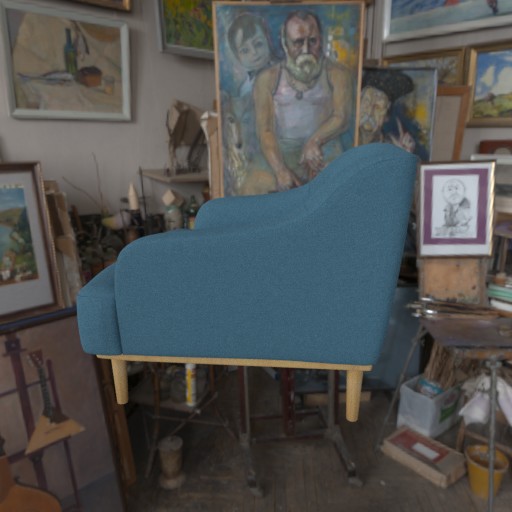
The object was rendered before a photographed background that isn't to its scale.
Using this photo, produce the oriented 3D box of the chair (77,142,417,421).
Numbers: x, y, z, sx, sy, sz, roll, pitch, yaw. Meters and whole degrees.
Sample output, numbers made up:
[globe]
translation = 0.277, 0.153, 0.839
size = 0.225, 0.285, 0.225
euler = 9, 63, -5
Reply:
[chair]
translation = 0.000, 0.000, 1.650
size = 0.951, 0.818, 0.946
euler = 2, 15, 8
